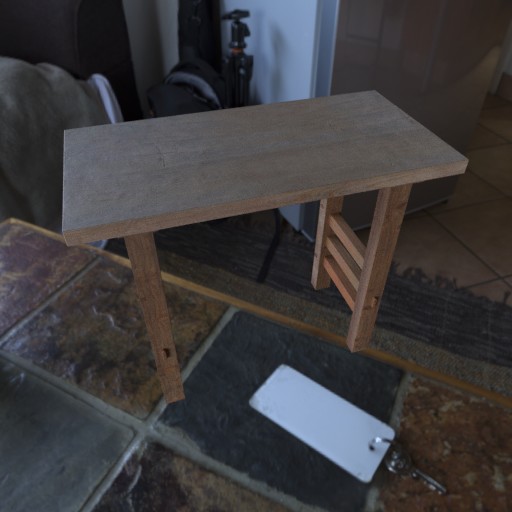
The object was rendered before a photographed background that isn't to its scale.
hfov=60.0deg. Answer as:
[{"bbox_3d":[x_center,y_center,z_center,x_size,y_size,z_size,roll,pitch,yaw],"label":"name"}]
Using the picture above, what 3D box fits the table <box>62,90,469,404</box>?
[{"bbox_3d":[0.000,0.000,1.657,1.119,0.914,0.556,-12,43,-13],"label":"table"}]
